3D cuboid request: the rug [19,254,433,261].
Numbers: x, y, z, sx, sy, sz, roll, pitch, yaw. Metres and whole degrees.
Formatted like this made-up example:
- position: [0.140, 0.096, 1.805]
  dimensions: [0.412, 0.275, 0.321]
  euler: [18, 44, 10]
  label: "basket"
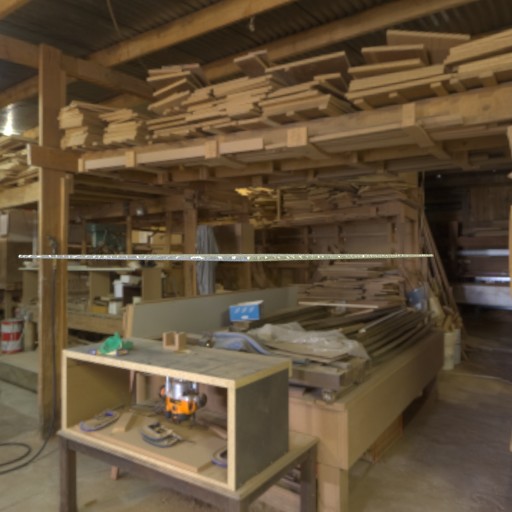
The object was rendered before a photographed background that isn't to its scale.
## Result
- position: [0.000, 0.000, 2.746]
  dimensions: [1.543, 0.015, 2.144]
  euler: [0, 1, 37]
  label: "rug"
